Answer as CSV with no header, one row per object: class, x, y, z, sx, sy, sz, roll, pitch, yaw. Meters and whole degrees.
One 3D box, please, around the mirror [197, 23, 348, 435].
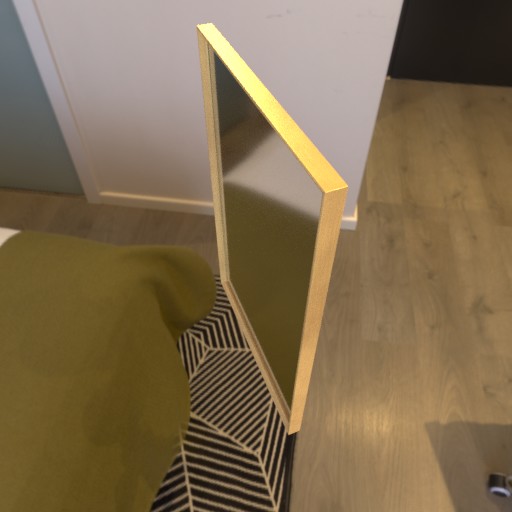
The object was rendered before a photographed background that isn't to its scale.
mirror,0.000,0.000,1.139,0.041,0.915,0.609,-17,51,-14
